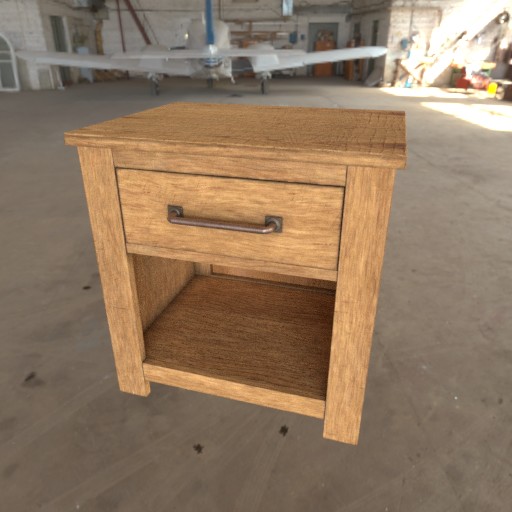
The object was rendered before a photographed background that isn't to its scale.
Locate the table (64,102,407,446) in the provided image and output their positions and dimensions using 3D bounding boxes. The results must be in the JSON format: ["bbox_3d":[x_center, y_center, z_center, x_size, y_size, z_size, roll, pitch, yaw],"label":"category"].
[{"bbox_3d":[0.000,0.000,1.061,0.601,0.625,0.494,7,27,15],"label":"table"}]
